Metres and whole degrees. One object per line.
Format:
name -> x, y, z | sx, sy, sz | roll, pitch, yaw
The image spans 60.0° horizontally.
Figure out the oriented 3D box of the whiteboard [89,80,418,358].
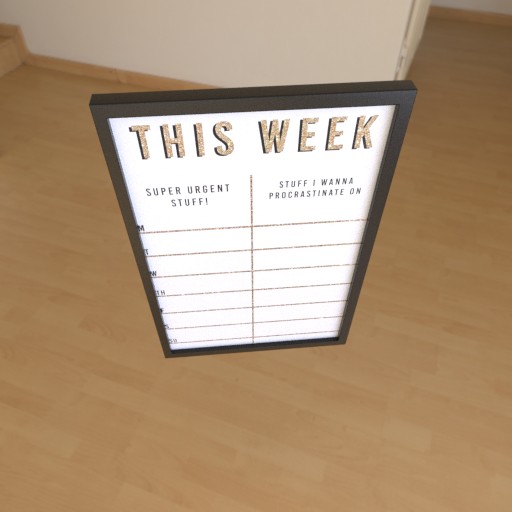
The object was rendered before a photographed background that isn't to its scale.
whiteboard -> 0.000, 0.000, 0.778 | 0.406, 0.611, 0.026 | -4, 48, -3
